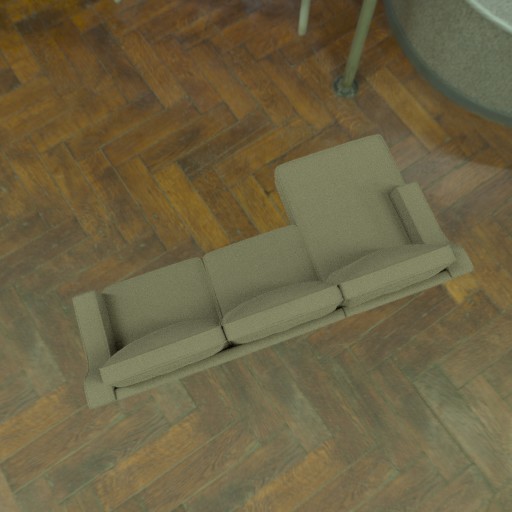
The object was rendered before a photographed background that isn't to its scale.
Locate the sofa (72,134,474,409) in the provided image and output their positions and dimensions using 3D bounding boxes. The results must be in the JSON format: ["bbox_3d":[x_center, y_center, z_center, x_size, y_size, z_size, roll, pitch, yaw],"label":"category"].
[{"bbox_3d":[0.000,0.000,3.185,2.561,0.928,1.294,-19,75,-5],"label":"sofa"}]
